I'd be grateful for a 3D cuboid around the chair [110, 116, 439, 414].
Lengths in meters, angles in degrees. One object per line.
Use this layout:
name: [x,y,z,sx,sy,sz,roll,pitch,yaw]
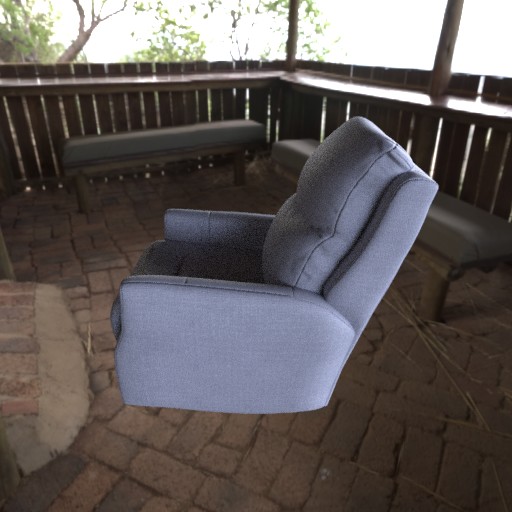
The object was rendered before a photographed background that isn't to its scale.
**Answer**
chair: [0.000,0.000,1.779,1.080,1.030,0.829,1,26,2]
